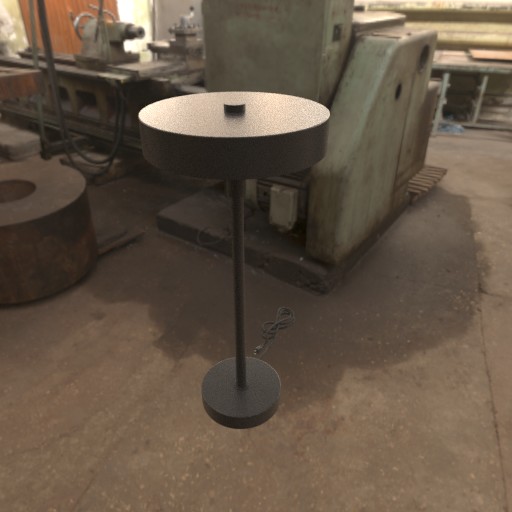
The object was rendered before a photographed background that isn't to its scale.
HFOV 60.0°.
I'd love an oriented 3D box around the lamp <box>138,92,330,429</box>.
[{"bbox_3d":[0.000,0.000,0.719,0.229,0.508,0.369,11,33,18],"label":"lamp"}]
